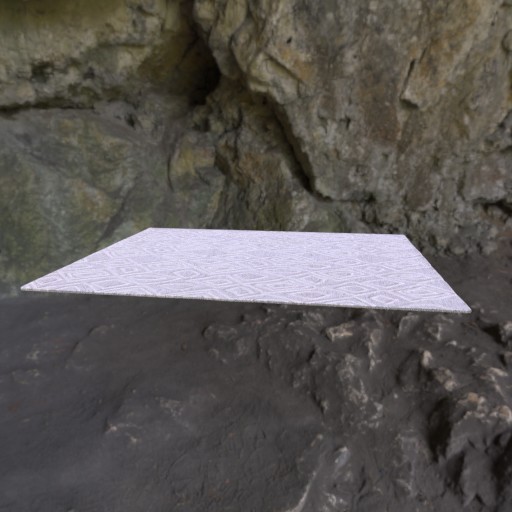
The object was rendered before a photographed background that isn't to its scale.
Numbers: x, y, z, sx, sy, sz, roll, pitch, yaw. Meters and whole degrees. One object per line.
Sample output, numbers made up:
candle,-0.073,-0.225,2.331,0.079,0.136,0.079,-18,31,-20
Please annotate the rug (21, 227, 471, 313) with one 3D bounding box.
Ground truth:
rug,0.000,0.000,4.098,3.049,0.025,2.449,2,14,8
